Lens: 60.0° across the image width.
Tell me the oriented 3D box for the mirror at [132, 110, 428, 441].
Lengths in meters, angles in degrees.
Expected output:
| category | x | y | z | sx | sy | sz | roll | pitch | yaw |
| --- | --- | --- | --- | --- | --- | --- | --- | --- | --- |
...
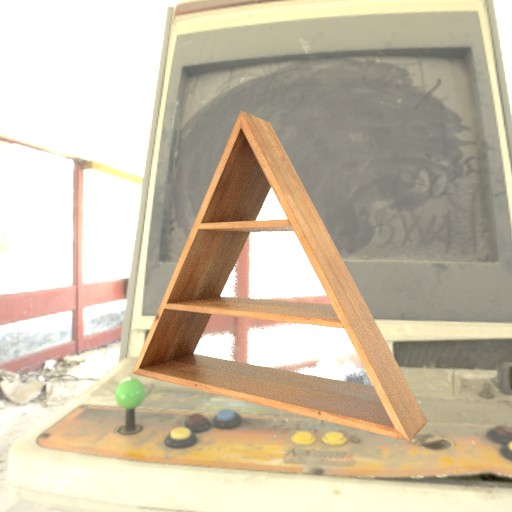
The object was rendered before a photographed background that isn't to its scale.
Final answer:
| category | x | y | z | sx | sy | sz | roll | pitch | yaw |
| --- | --- | --- | --- | --- | --- | --- | --- | --- | --- |
| mirror | 0.000 | 0.000 | 0.876 | 0.631 | 0.548 | 0.100 | 1 | 1 | 35 |
